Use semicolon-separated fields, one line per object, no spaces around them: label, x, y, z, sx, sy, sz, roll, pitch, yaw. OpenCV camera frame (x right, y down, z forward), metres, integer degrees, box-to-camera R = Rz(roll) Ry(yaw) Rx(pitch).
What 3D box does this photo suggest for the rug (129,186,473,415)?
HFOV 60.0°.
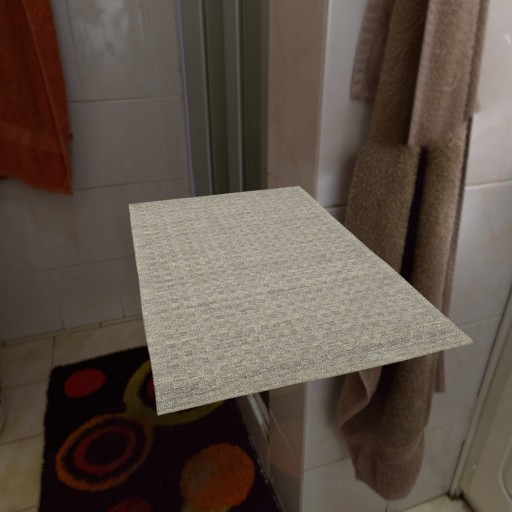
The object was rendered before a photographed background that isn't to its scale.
rug;0.000;0.000;2.926;1.532;0.018;2.297;-8;30;-15
